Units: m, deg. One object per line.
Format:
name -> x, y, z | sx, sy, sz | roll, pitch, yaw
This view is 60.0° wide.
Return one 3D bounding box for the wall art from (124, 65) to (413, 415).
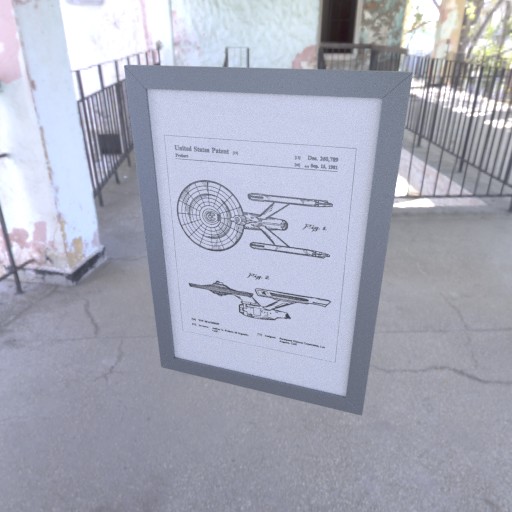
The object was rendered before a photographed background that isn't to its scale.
wall art -> 0.000, 0.000, 0.676 | 0.376, 0.529, 0.013 | 9, 28, 16
